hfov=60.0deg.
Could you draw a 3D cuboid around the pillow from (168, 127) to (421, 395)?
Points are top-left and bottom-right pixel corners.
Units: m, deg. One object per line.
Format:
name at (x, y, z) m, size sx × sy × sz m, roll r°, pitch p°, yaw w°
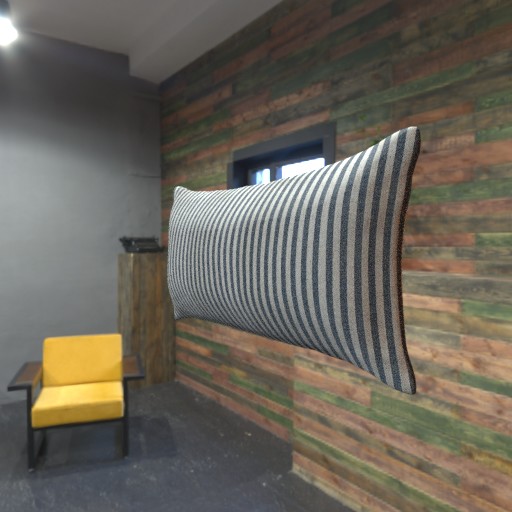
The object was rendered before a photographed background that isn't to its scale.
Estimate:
pillow at (0.000, 0.000, 0.733) m, size 0.151 × 0.295 × 0.617 m, roll -1°, pitch 1°, yaw -35°
